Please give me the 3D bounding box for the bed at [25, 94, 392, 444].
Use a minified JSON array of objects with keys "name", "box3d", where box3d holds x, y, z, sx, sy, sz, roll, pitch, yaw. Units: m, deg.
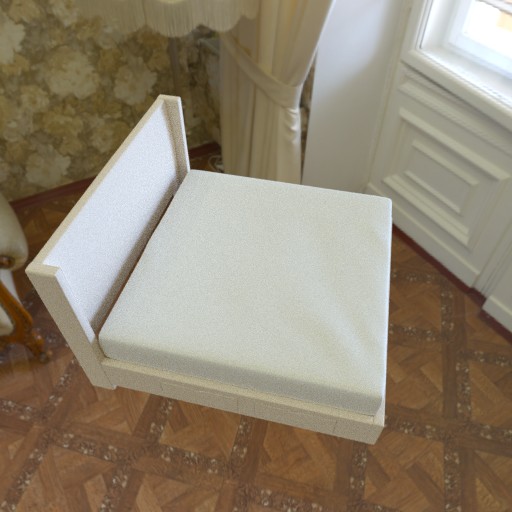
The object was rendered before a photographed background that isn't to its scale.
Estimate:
[{"name":"bed","box3d":[0.000,0.000,3.643,2.293,1.471,2.145,10,48,9]}]
